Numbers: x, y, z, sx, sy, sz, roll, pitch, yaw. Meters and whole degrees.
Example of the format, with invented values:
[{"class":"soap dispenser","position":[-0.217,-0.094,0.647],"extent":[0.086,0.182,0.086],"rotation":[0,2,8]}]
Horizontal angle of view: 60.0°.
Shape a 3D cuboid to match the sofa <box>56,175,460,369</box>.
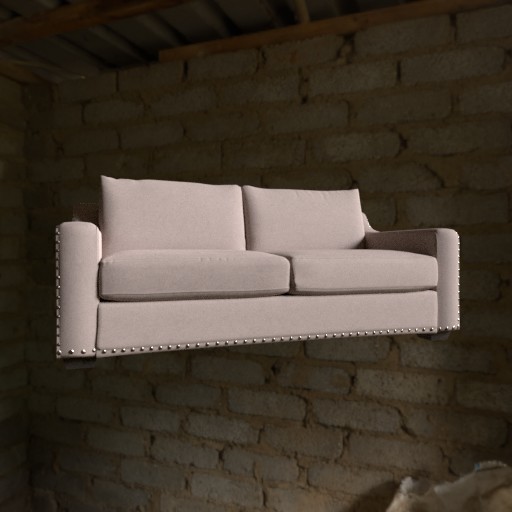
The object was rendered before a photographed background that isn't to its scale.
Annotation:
[{"class":"sofa","position":[0.000,0.000,2.486],"extent":[1.967,0.901,1.030],"rotation":[0,1,-18]}]
